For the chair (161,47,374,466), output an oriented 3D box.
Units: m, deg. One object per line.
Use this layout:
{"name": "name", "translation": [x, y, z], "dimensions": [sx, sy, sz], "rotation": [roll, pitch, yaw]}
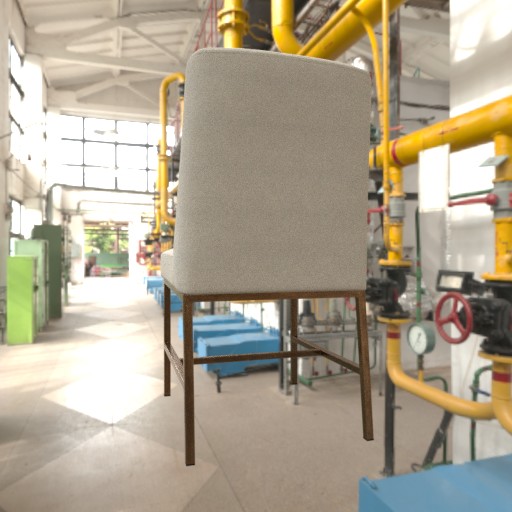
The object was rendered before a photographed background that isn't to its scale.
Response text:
{"name": "chair", "translation": [0.000, 0.000, 1.288], "dimensions": [0.503, 0.933, 0.597], "rotation": [0, 0, -17]}
